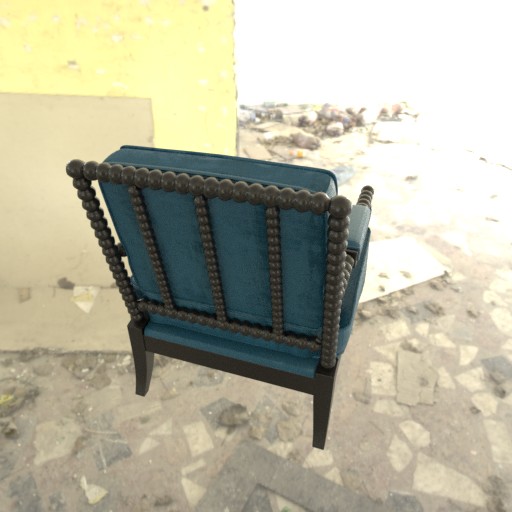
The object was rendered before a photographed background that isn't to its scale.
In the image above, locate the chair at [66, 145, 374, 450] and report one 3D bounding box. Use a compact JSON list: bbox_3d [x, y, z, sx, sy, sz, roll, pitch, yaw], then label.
[{"bbox_3d":[0.000,0.000,1.432,0.688,0.857,0.805,10,34,16],"label":"chair"}]
